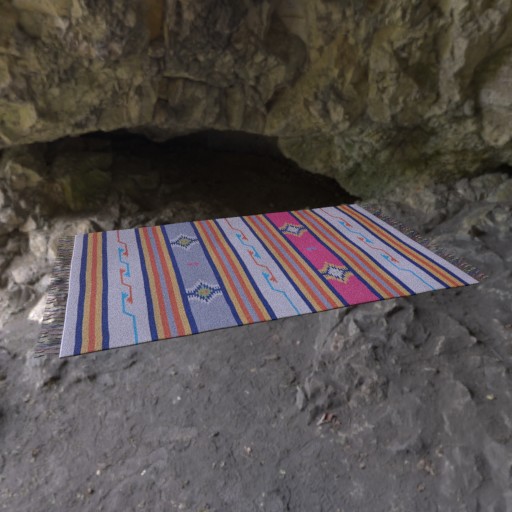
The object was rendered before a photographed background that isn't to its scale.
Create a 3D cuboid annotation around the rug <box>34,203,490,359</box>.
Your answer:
[{"bbox_3d":[0.000,0.000,2.141,1.849,0.013,1.084,-8,27,-16],"label":"rug"}]
